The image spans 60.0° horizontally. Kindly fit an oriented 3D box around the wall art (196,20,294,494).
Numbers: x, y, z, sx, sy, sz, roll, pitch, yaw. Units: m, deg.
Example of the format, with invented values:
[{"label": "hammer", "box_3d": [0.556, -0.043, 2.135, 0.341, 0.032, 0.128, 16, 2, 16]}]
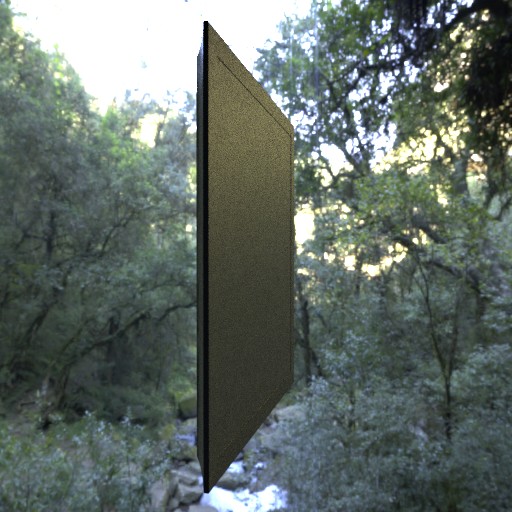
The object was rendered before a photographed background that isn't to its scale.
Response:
[{"label": "wall art", "box_3d": [0.000, 0.000, 0.612, 0.023, 0.457, 0.381, 0, 1, 17]}]
